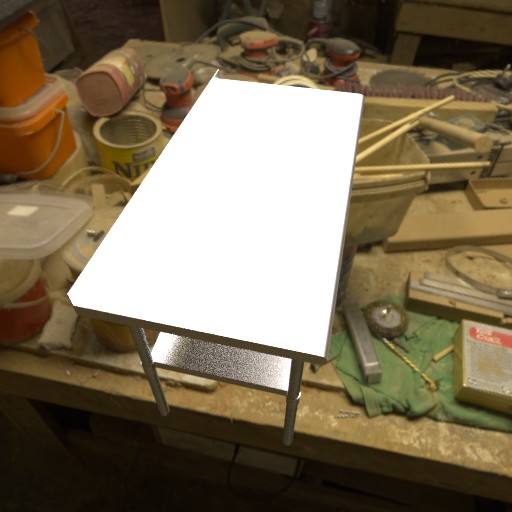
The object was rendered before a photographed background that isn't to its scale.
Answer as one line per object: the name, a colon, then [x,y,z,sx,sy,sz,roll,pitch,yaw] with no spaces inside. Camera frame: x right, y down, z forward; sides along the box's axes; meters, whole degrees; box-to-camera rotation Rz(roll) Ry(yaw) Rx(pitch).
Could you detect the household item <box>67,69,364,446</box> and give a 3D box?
household item: [0.000,0.000,1.692,0.610,0.851,1.219,10,47,9]
